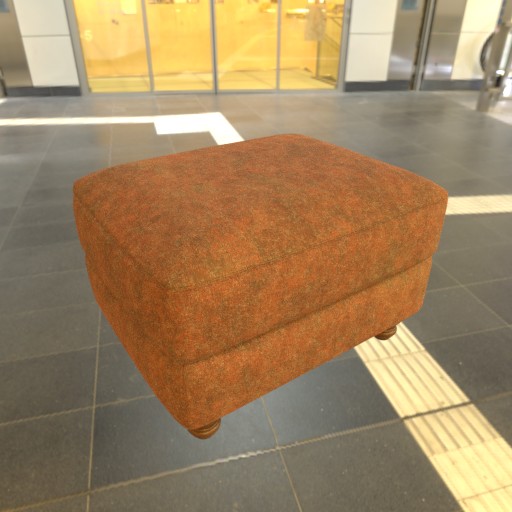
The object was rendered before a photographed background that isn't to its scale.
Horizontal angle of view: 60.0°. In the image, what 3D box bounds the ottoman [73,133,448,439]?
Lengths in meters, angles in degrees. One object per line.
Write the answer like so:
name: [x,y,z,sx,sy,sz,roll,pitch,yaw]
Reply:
ottoman: [0.000,0.000,1.165,0.787,0.508,0.635,-19,35,-29]
